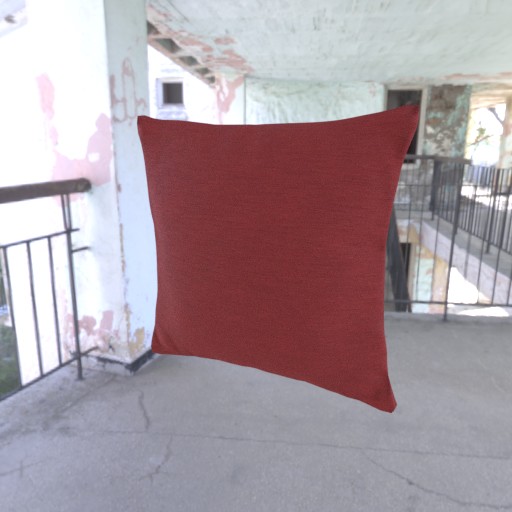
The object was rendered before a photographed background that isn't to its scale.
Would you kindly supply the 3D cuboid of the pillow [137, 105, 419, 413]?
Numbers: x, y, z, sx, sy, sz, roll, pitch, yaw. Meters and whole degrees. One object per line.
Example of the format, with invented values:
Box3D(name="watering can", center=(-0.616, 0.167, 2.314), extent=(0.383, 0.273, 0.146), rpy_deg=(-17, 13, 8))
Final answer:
Box3D(name="pillow", center=(0.000, 0.000, 0.663), extent=(0.435, 0.416, 0.151), rpy_deg=(7, 16, 26))
